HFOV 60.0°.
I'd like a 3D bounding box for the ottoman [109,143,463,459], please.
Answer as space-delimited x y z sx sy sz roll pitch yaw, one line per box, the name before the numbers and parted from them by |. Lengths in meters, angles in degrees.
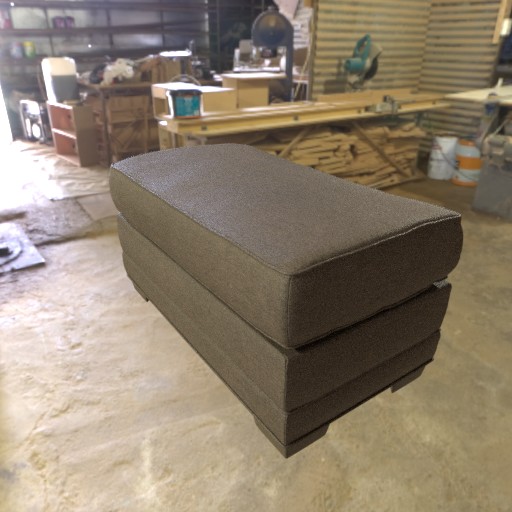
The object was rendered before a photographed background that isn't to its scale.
ottoman | 0.000 0.000 1.167 0.490 0.448 0.864 -17 31 -31
